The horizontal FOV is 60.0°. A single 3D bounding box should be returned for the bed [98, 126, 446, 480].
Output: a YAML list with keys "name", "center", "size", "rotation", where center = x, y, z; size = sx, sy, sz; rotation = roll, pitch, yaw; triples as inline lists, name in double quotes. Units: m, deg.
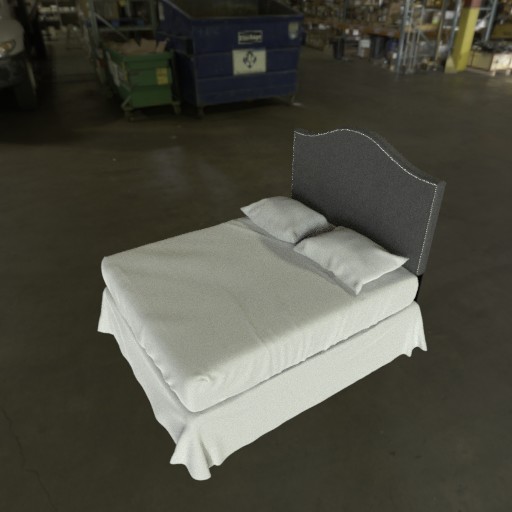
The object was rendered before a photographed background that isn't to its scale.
- name: "bed"
  center: [0.000, 0.000, 3.382]
  size: [2.221, 1.645, 1.876]
  rotation: [-19, 36, -28]
